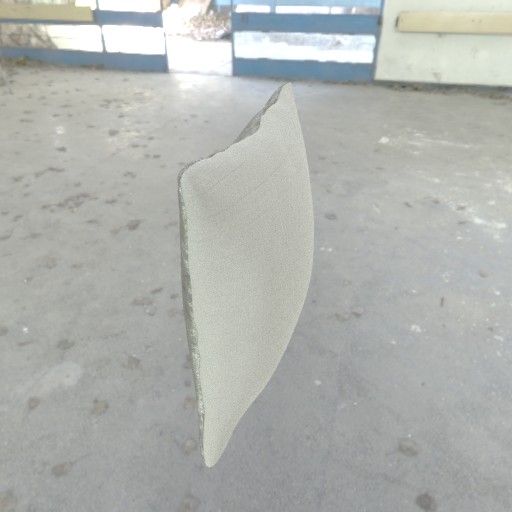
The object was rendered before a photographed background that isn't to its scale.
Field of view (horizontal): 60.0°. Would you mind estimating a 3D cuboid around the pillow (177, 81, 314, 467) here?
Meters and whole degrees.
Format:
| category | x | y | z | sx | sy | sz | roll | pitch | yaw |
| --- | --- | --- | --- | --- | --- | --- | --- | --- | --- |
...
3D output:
| category | x | y | z | sx | sy | sz | roll | pitch | yaw |
| --- | --- | --- | --- | --- | --- | --- | --- | --- | --- |
| pillow | 0.000 | 0.000 | 0.726 | 0.175 | 0.464 | 0.470 | 9 | 33 | 15 |
